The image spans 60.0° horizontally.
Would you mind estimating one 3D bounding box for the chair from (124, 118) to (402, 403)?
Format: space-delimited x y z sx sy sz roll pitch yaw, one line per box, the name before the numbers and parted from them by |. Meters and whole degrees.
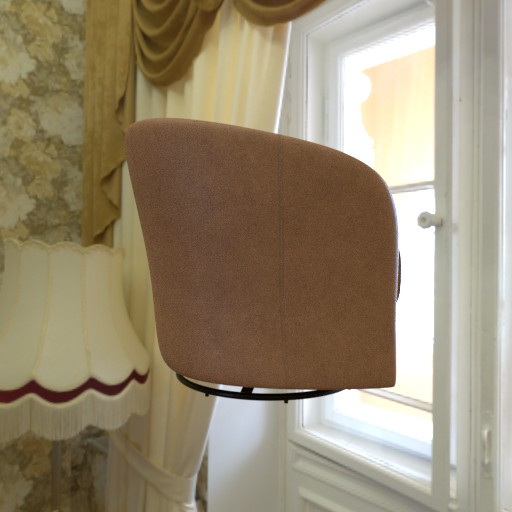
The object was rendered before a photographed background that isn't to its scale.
chair | 0.000 0.000 1.452 0.815 0.771 0.791 0 0 -1
